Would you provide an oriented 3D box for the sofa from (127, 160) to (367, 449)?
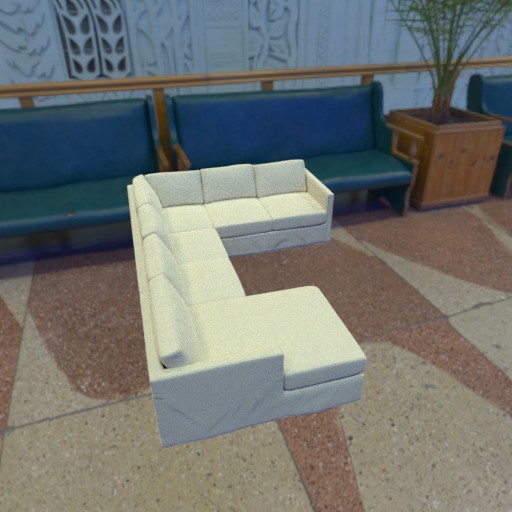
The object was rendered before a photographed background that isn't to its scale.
[{"bbox_3d":[0.000,0.000,4.647,2.448,0.882,3.464,-9,33,-14],"label":"sofa"}]
